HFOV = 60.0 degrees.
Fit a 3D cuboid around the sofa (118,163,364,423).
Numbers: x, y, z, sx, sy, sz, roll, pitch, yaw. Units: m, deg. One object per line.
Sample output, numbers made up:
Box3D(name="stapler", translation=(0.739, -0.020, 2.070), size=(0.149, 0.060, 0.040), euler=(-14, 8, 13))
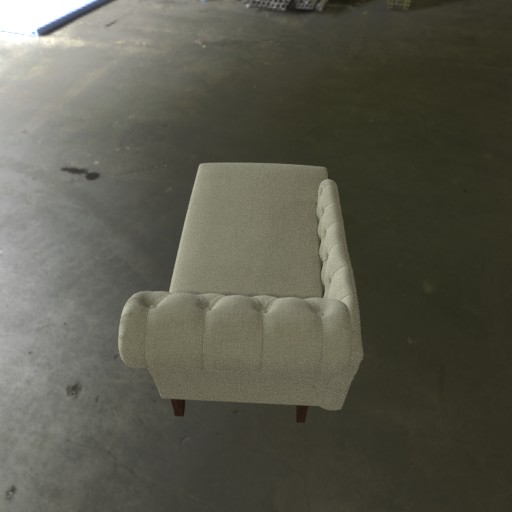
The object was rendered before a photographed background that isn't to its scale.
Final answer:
Box3D(name="sofa", translation=(0.000, 0.000, 1.813), size=(0.675, 0.787, 1.379), euler=(2, 46, 2))
